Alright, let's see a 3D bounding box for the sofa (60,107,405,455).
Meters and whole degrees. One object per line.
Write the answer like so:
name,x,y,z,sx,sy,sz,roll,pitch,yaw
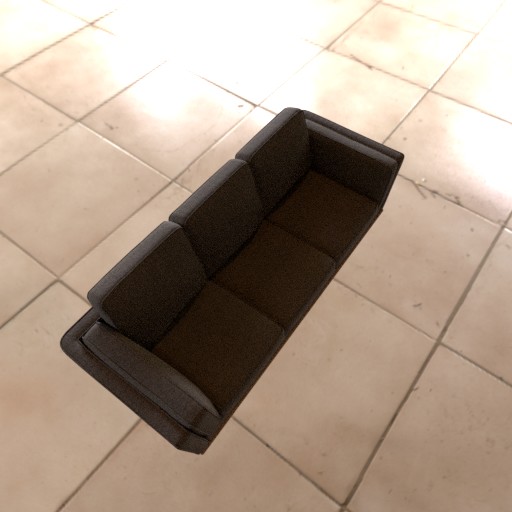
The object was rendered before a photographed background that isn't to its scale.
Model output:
sofa,0.000,0.000,2.868,0.903,0.899,2.362,31,62,19
